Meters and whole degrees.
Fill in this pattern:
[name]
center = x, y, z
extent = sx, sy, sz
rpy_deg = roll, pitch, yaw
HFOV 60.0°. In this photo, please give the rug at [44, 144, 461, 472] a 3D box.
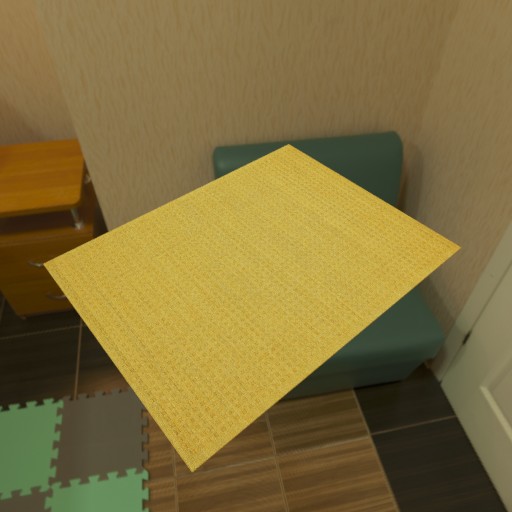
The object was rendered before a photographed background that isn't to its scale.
[rug]
center = 0.000, 0.000, 4.331
extent = 3.242, 0.015, 2.486
rpy_deg = -32, 54, -27
